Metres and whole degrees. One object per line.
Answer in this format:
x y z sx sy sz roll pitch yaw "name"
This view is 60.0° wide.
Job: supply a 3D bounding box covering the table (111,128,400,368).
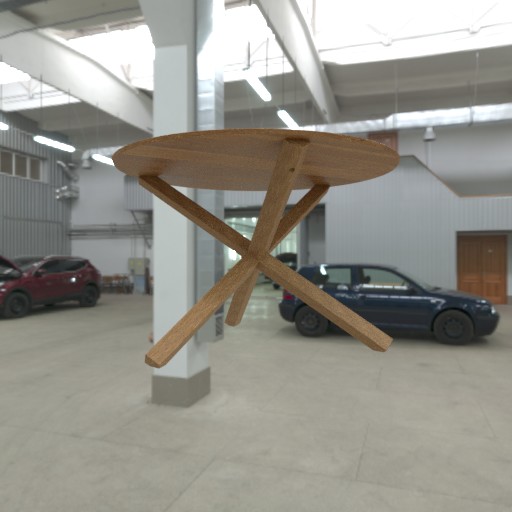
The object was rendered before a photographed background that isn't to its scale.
0.000 0.000 1.674 1.038 0.666 1.038 0 0 0 "table"
